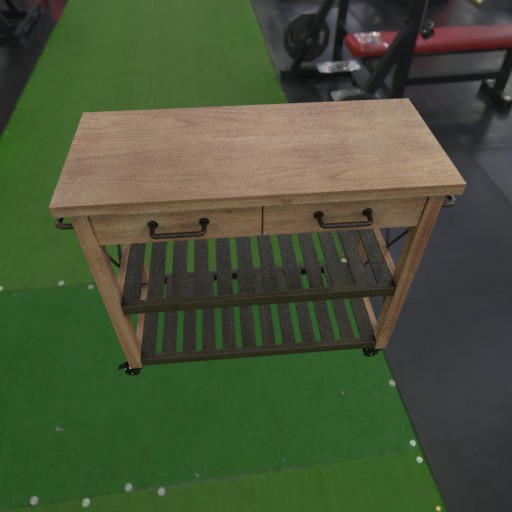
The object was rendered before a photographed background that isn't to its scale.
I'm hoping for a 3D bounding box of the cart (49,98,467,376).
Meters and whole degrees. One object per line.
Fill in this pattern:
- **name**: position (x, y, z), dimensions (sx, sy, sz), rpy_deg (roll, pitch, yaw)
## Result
- **cart**: position (0.000, 0.000, 0.975), dimensions (0.686, 0.554, 0.298), rpy_deg (-4, 46, -4)
